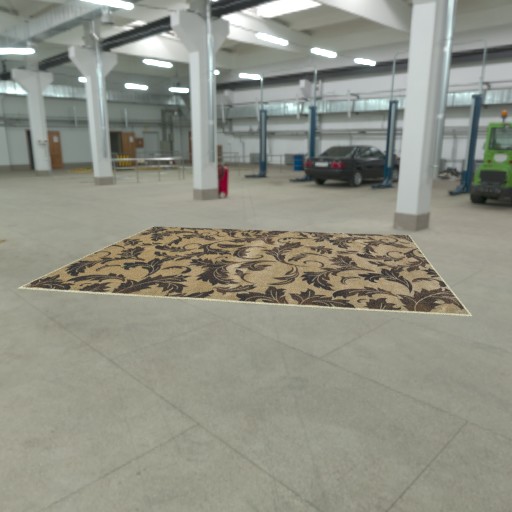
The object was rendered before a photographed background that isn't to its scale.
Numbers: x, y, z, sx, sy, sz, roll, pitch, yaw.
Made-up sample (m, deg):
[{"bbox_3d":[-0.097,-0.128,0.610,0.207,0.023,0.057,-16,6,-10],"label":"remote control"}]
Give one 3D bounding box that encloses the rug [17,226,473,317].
[{"bbox_3d":[0.000,0.000,3.953,2.977,0.008,2.380,2,15,10],"label":"rug"}]
